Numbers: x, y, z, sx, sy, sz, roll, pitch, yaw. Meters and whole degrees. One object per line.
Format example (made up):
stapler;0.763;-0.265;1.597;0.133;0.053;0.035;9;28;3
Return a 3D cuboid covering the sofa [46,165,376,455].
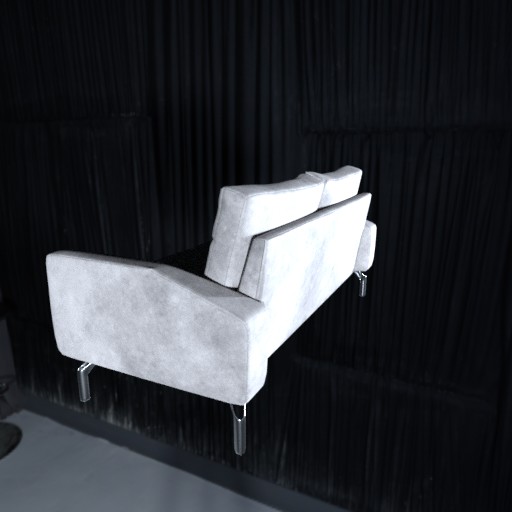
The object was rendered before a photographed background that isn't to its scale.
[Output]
sofa;0.000;0.000;2.269;0.849;0.859;1.837;7;16;25
